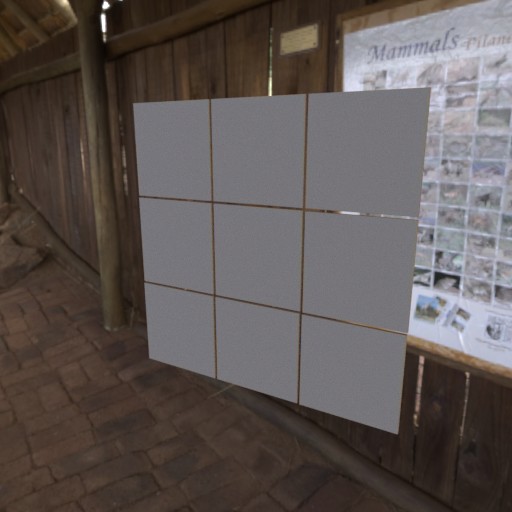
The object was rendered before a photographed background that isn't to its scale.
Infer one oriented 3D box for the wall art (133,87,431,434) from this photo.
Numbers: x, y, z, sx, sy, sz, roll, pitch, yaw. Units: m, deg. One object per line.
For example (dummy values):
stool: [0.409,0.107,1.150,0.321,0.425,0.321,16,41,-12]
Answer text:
wall art: [0.000,0.000,2.241,1.527,1.521,0.017,8,17,28]
